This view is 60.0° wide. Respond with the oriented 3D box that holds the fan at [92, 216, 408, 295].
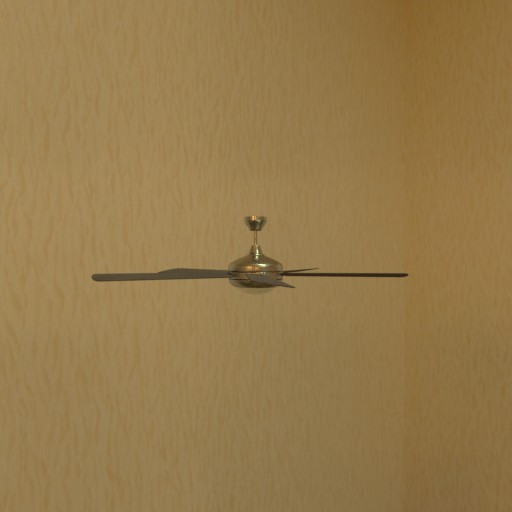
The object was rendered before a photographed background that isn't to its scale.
[{"bbox_3d":[0.000,0.000,2.032,1.321,0.356,1.321,0,0,19],"label":"fan"}]
